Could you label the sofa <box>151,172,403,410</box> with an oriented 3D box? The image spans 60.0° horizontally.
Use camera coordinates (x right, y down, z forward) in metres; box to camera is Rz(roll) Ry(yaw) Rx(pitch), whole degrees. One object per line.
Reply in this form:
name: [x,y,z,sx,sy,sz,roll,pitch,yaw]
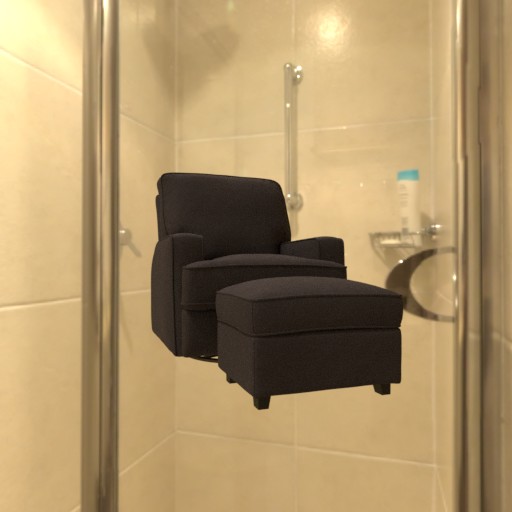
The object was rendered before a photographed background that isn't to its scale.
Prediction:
sofa: [0.000,0.000,2.084,0.861,0.959,1.472,0,-1,-20]
